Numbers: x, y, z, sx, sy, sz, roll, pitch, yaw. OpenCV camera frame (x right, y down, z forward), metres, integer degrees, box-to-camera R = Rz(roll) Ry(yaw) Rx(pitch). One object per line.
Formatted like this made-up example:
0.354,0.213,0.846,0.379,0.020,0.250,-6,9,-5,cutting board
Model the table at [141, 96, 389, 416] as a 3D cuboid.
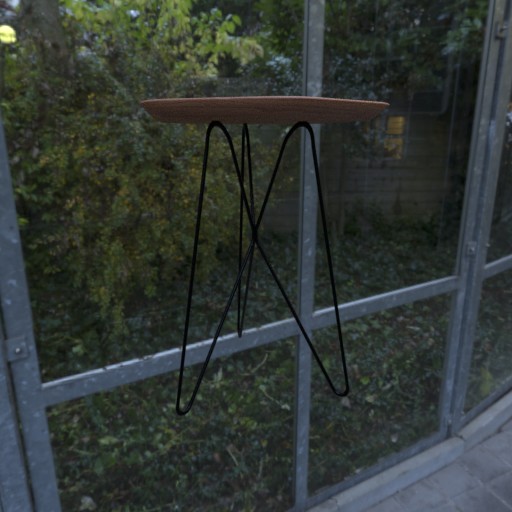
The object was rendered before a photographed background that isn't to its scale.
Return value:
0.000,0.000,0.883,0.400,0.562,0.500,-3,15,-11,table
